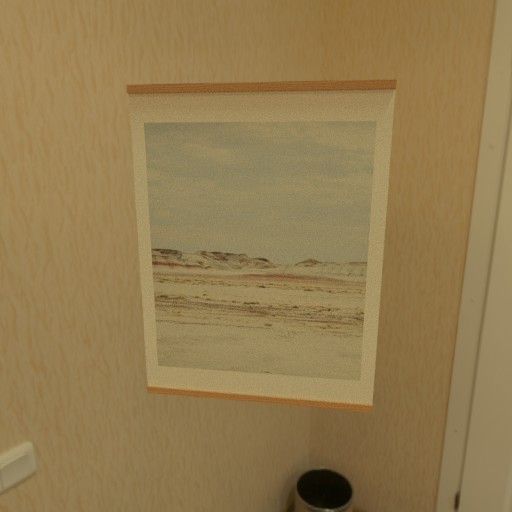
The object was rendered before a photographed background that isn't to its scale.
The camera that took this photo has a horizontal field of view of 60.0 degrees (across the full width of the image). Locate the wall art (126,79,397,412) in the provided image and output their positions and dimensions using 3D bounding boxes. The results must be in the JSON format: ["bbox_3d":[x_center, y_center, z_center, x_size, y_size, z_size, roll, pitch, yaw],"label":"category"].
[{"bbox_3d":[0.000,0.000,0.825,0.458,0.605,0.011,2,15,8],"label":"wall art"}]
